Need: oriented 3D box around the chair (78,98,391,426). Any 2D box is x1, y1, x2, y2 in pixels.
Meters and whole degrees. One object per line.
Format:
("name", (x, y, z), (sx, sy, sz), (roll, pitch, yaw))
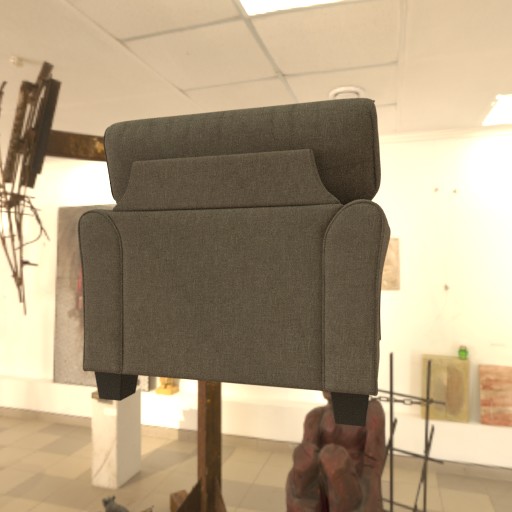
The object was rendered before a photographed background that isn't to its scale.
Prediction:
("chair", (0.000, 0.000, 1.611), (0.941, 0.890, 0.816), (0, 0, 17))
